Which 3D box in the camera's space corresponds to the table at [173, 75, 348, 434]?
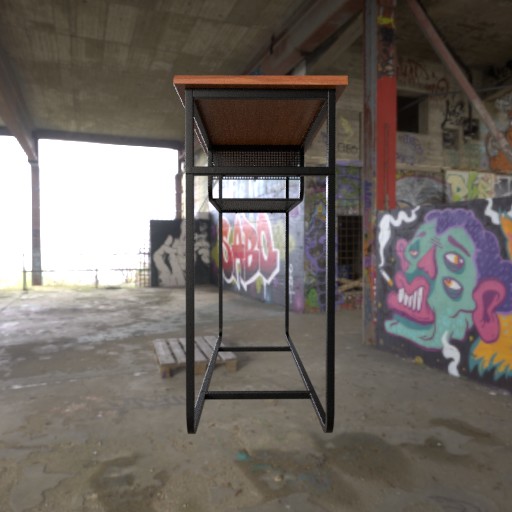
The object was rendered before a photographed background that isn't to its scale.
[{"bbox_3d":[0.000,0.000,1.446,0.350,0.750,1.100,0,1,-1],"label":"table"}]
